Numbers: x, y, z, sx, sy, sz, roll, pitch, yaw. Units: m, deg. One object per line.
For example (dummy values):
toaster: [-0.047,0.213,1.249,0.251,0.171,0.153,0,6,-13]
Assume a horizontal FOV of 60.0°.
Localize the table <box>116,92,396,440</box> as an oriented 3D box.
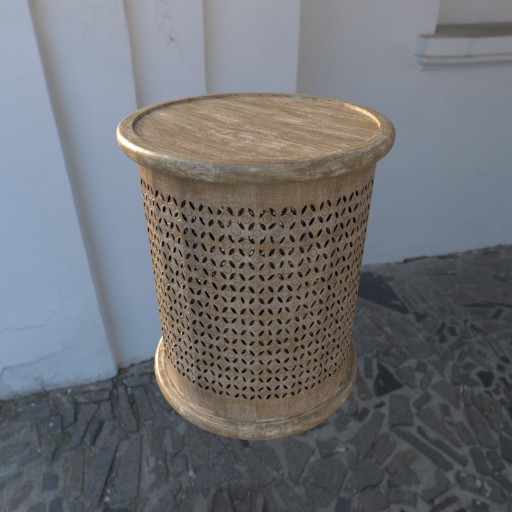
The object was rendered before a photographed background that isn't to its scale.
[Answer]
table: [0.000,0.000,0.788,0.407,0.482,0.407,0,31,0]
